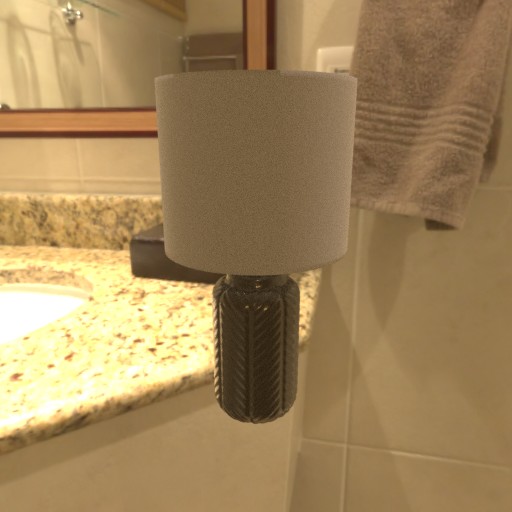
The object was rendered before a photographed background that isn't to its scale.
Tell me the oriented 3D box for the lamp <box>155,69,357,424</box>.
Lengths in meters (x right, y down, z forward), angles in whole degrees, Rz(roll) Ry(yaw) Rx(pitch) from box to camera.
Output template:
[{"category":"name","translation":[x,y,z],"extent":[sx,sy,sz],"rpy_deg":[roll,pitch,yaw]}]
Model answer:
[{"category":"lamp","translation":[0.000,0.000,0.507],"extent":[0.203,0.389,0.203],"rpy_deg":[-8,18,-24]}]
